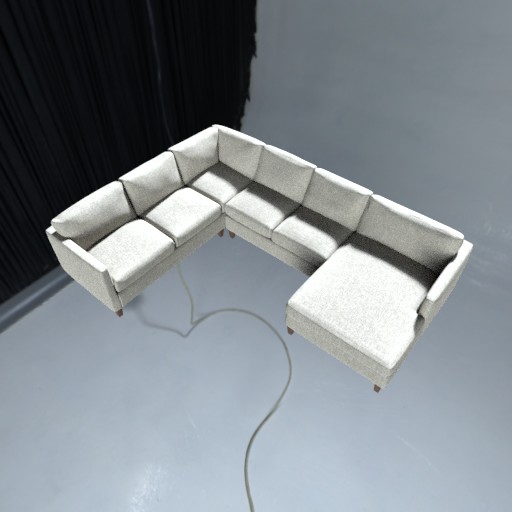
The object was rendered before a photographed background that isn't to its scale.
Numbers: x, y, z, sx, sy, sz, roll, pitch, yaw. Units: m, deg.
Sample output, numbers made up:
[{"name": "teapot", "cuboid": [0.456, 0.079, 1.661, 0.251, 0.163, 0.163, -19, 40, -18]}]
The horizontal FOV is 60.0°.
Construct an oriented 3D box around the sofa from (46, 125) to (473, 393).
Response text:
[{"name": "sofa", "cuboid": [0.000, 0.000, 4.569, 3.460, 0.959, 2.593, 31, 54, 26]}]
